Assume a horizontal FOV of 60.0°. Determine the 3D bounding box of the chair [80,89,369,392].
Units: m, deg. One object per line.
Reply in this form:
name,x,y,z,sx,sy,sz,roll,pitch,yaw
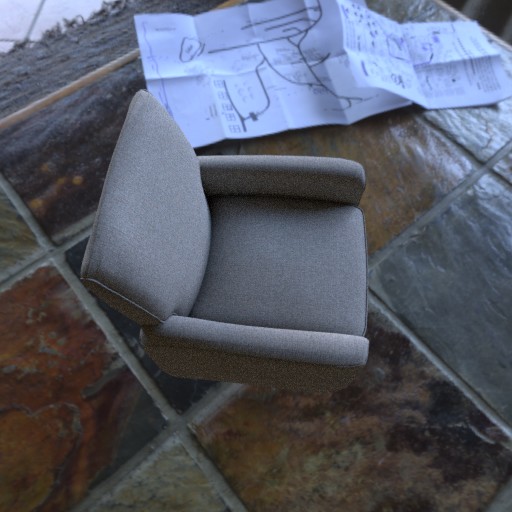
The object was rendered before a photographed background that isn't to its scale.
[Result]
chair,0.000,0.000,1.670,0.864,1.014,0.848,5,63,2
